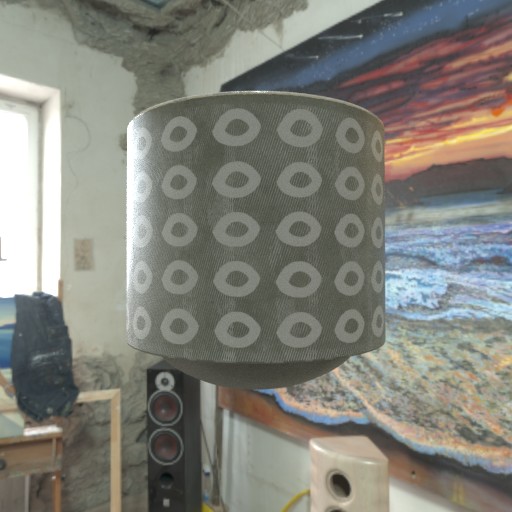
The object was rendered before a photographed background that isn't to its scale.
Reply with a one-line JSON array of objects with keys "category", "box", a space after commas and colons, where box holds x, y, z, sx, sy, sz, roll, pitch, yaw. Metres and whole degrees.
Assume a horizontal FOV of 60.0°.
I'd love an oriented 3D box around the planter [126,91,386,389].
[{"category": "planter", "box": [0.000, 0.000, 0.447, 0.250, 0.239, 0.250, 0, -1, 0]}]
